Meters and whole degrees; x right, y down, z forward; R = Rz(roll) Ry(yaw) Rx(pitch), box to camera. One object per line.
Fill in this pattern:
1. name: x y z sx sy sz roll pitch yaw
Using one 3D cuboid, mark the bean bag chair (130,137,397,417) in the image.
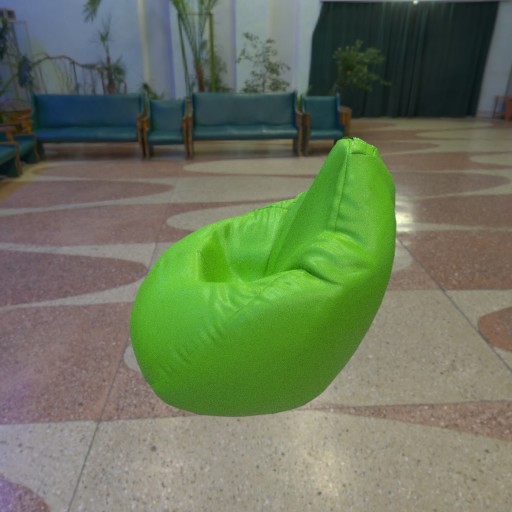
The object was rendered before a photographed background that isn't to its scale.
1. bean bag chair: 0.000 0.000 1.887 1.070 0.990 1.070 0 26 -1
